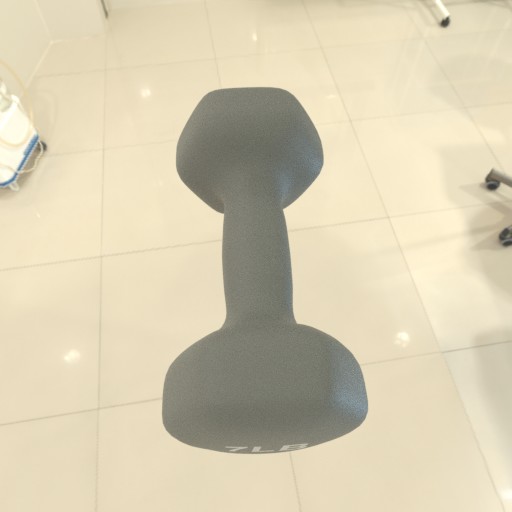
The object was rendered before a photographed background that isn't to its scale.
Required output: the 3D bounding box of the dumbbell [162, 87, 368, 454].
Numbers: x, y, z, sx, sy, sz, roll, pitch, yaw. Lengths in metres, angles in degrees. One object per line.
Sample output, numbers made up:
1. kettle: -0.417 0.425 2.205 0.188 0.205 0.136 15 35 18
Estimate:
1. dumbbell: 0.000 0.000 0.229 0.090 0.081 0.184 -2 59 -1
